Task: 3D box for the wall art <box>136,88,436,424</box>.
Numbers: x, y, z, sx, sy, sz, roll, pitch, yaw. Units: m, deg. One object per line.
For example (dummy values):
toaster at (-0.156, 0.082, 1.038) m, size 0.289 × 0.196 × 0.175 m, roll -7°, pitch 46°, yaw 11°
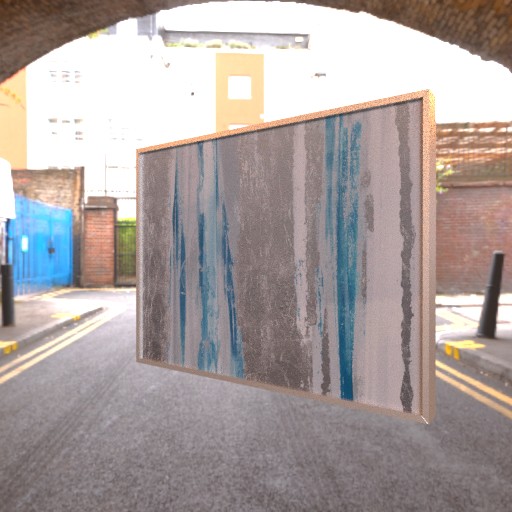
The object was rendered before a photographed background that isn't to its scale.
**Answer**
wall art at (0.000, 0.000, 1.388) m, size 1.056 × 0.801 × 0.066 m, roll 0°, pitch 0°, yaw 35°
